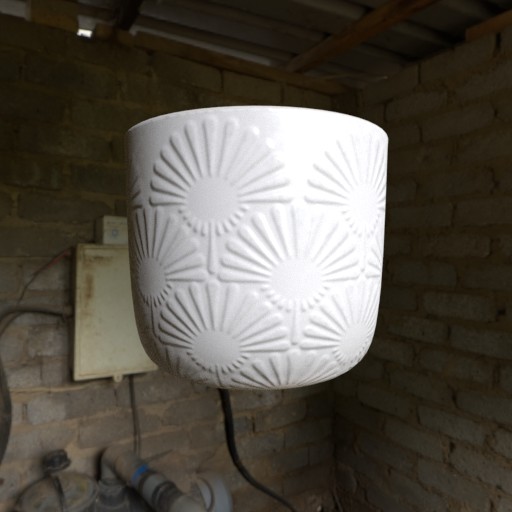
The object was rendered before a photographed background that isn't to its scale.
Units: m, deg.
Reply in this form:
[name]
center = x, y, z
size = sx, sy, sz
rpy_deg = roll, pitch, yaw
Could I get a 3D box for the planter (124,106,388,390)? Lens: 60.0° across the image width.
[planter]
center = 0.000, 0.000, 0.218
size = 0.124, 0.109, 0.124
rpy_deg = 0, 1, 0
